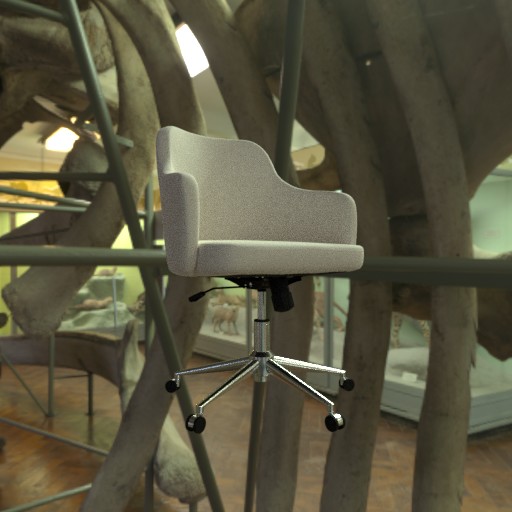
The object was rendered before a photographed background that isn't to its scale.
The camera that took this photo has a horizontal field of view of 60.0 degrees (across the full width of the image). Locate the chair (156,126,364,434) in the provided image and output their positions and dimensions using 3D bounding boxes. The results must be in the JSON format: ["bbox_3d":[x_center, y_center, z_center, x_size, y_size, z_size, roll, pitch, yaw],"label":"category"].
[{"bbox_3d":[0.000,0.000,1.284,0.602,0.819,0.647,0,0,-37],"label":"chair"}]
